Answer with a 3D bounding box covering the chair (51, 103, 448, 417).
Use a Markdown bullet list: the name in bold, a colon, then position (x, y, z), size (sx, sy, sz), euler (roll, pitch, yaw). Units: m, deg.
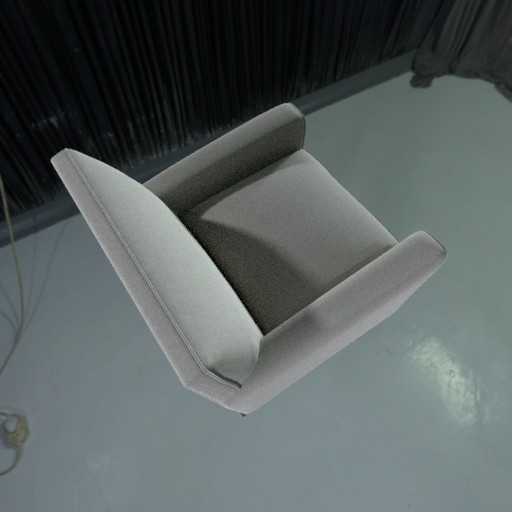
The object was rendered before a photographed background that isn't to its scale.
- **chair**: position (0.000, 0.000, 1.542), size (0.871, 0.846, 0.840), euler (-30, 63, -17)
